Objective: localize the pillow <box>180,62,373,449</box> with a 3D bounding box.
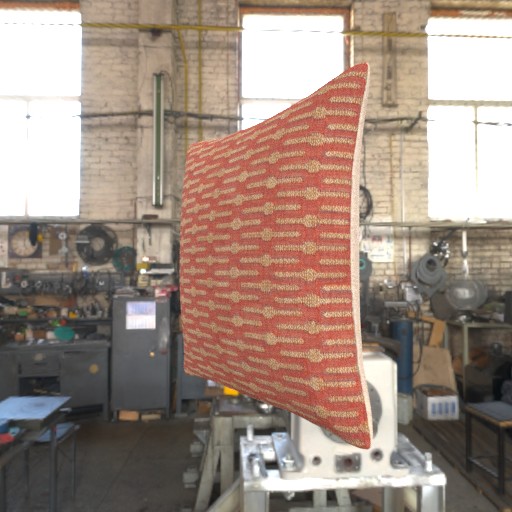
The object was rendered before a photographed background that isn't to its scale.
[{"bbox_3d":[0.000,0.000,0.776,0.182,0.503,0.511,1,-2,-35],"label":"pillow"}]
